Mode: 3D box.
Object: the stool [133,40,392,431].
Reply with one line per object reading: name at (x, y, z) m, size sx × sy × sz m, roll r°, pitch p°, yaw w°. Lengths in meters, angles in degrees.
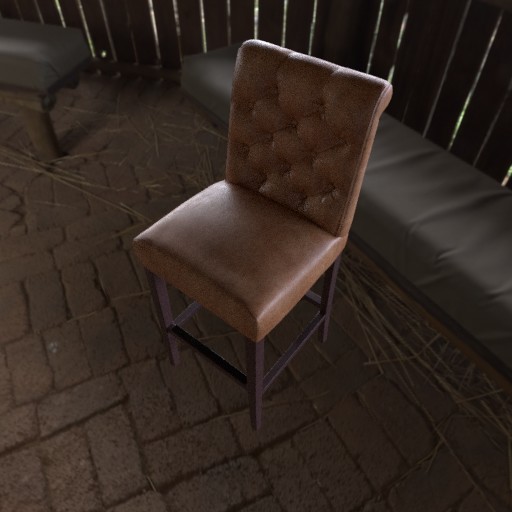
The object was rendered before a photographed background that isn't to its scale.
stool at (0.000, 0.000, 1.478) m, size 0.493 × 1.140 × 0.601 m, roll 30°, pitch 54°, yaw 25°
